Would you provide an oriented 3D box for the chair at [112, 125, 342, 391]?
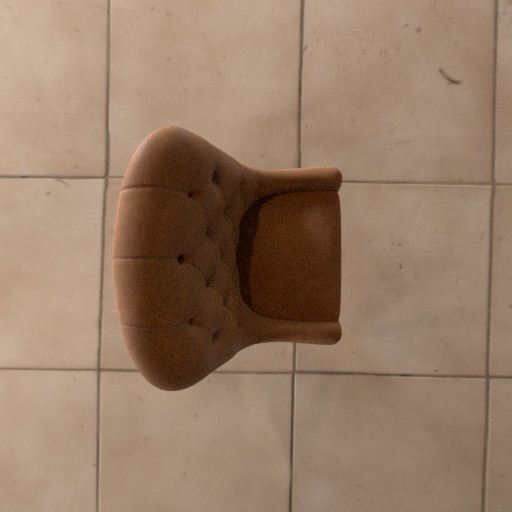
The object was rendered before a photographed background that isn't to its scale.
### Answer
[{"bbox_3d":[0.000,0.000,1.485,0.629,1.091,0.634,0,91,0],"label":"chair"}]
